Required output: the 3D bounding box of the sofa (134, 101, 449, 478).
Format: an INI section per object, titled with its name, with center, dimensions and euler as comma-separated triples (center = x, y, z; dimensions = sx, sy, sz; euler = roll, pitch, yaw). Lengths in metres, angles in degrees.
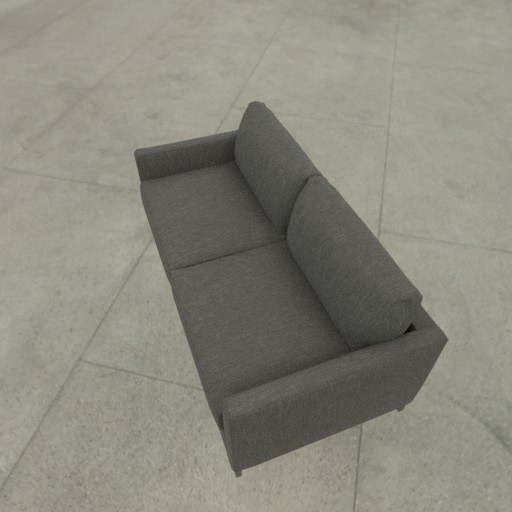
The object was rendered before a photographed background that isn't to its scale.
[sofa]
center = 0.000, 0.000, 2.169
dimensions = 0.875, 0.840, 1.682
euler = -15, 48, -15
